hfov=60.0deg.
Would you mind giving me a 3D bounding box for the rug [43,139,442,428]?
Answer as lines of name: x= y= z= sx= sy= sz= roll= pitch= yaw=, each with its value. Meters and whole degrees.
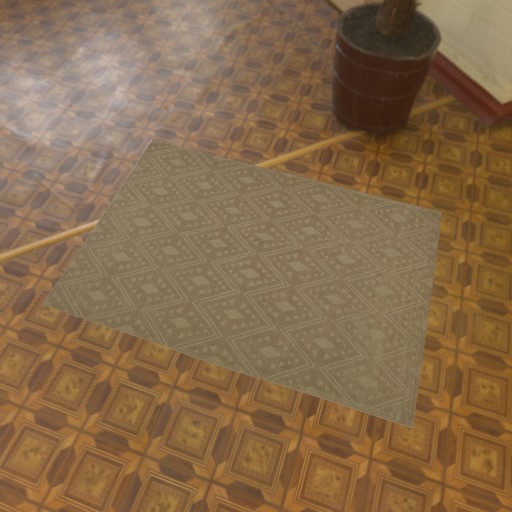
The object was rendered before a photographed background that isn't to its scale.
rug: x=0.000 y=0.000 z=2.369 sx=1.829 sy=0.034 sz=1.252 roll=16 pitch=58 yaw=10
